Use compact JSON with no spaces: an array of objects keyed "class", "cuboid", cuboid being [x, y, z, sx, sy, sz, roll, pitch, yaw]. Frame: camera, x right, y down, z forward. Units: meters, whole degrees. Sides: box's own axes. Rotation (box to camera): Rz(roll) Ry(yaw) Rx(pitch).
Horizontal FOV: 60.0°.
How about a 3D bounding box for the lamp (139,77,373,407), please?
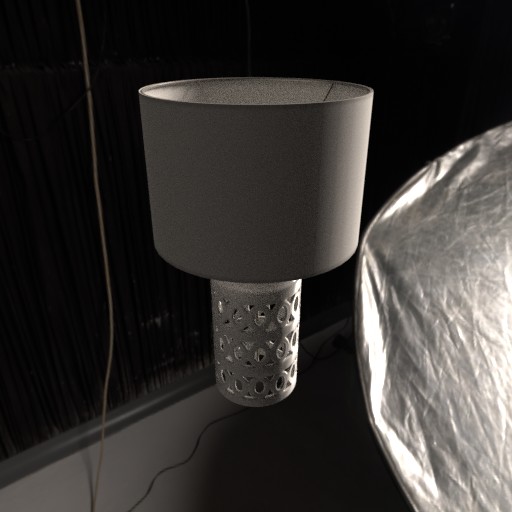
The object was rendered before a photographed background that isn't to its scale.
[{"class":"lamp","cuboid":[0.000,0.000,0.705,0.310,0.502,0.310,0,27,0]}]
